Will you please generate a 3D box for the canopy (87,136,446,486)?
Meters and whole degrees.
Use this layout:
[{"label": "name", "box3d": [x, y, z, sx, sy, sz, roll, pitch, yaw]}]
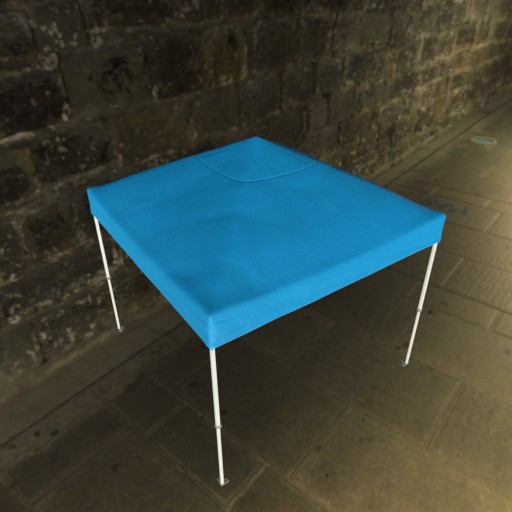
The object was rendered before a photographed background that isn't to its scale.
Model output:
[{"label": "canopy", "box3d": [0.000, 0.000, 5.507, 2.998, 2.997, 2.996, -21, 38, -29]}]
